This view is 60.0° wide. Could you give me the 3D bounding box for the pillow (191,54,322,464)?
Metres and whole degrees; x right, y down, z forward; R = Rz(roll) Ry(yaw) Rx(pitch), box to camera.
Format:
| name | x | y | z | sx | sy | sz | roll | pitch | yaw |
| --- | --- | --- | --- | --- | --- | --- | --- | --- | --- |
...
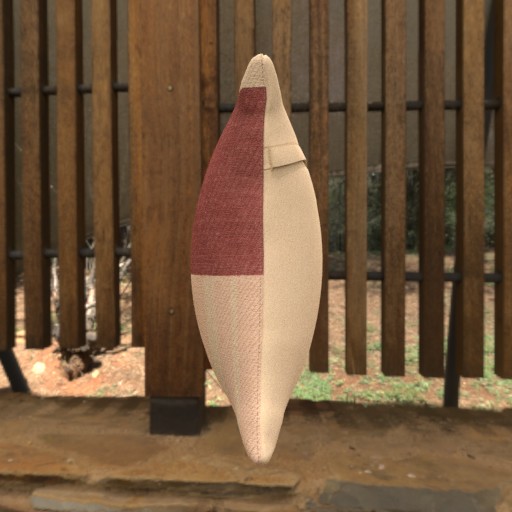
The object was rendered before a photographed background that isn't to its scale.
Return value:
| name | x | y | z | sx | sy | sz | roll | pitch | yaw |
| --- | --- | --- | --- | --- | --- | --- | --- | --- | --- |
| pillow | 0.000 | 0.000 | 0.794 | 0.229 | 0.506 | 0.536 | 0 | 0 | -1 |
